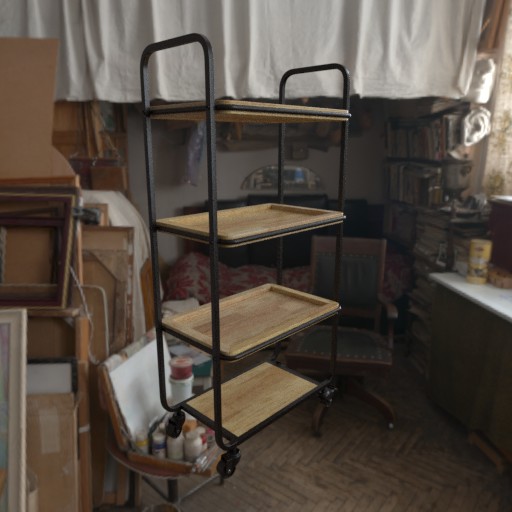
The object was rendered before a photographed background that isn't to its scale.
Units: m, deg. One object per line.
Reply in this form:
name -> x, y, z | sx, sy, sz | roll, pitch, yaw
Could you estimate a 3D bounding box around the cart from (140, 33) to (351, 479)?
cart -> 0.000, 0.000, 1.290 | 0.321, 1.080, 0.545 | 14, 20, 42
